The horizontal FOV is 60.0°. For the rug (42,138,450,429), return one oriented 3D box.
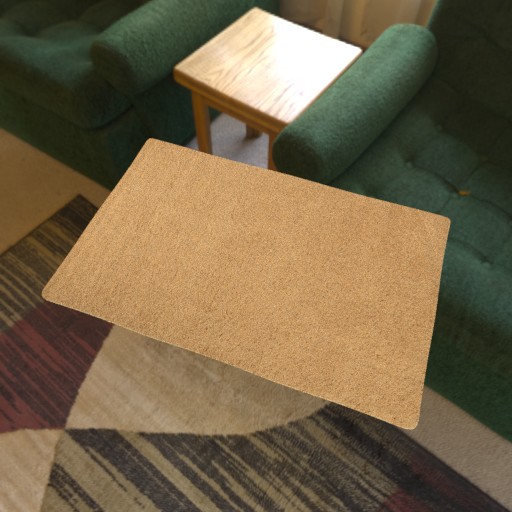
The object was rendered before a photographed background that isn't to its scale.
[{"bbox_3d":[0.000,0.000,2.936,2.349,0.025,1.500,17,59,10],"label":"rug"}]
